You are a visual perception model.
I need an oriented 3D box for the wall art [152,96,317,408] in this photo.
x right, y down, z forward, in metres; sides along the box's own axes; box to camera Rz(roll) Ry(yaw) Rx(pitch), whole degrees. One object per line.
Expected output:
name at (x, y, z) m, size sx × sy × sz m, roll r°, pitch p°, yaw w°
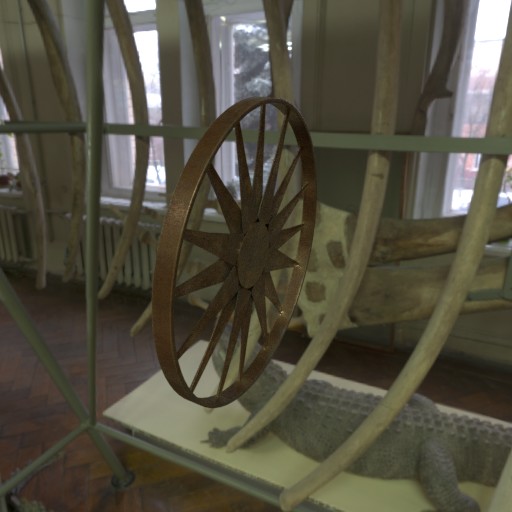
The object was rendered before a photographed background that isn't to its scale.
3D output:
wall art at (0.000, 0.000, 0.860) m, size 0.084 × 0.583 × 0.582 m, roll 8°, pitch 19°, yaw 26°
